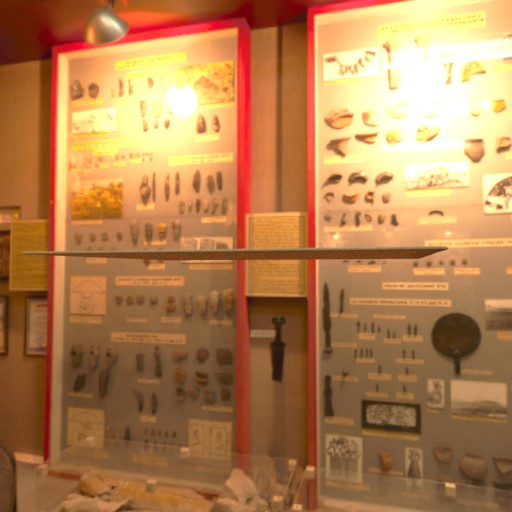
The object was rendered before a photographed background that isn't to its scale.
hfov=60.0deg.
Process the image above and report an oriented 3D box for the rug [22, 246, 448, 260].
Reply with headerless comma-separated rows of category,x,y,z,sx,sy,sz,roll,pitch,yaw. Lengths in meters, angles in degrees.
rug,0.000,0.000,4.073,2.976,0.018,2.430,-1,-2,16
